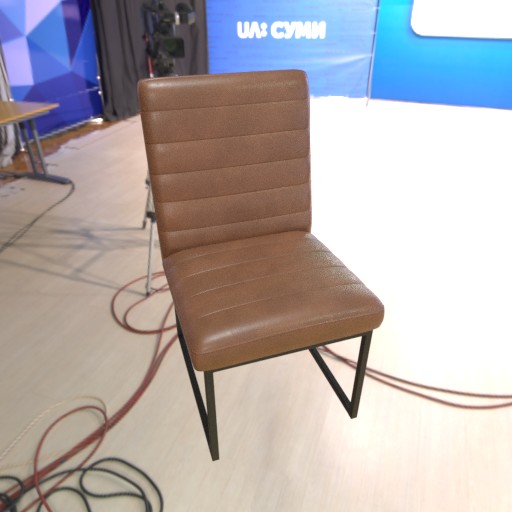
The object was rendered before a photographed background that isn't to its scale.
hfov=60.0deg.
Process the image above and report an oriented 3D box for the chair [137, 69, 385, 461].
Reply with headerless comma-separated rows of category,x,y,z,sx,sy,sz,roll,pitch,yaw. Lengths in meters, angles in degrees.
chair,0.000,0.000,1.312,0.520,0.930,0.634,-10,34,-16
